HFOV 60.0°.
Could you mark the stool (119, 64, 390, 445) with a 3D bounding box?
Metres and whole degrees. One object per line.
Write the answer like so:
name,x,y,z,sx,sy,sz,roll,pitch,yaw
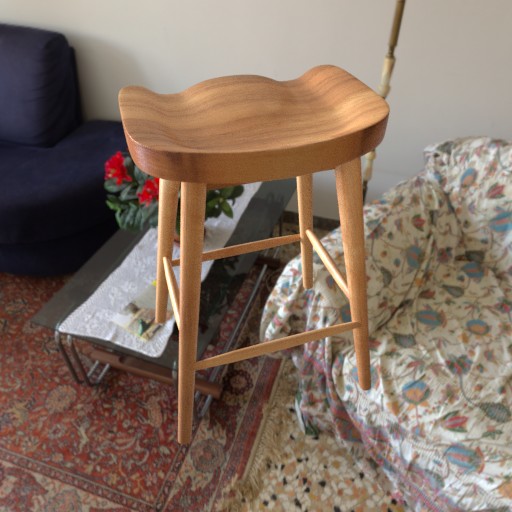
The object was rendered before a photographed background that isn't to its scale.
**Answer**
stool,0.000,0.000,0.877,0.440,0.615,0.361,-12,42,-13
